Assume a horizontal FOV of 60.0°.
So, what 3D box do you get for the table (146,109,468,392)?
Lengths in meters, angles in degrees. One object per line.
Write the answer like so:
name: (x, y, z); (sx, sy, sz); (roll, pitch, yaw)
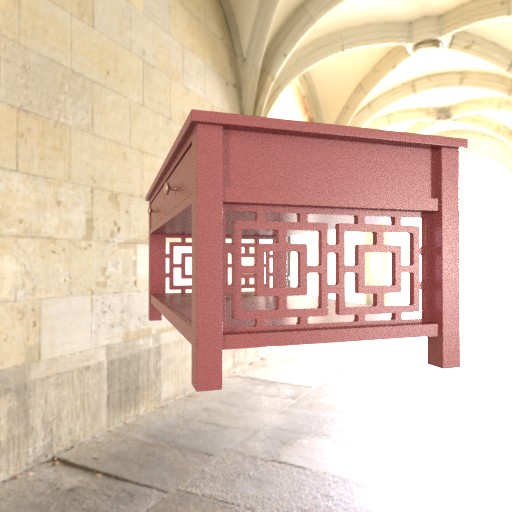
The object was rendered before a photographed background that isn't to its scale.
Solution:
table: (0.000, 0.000, 1.364); (0.612, 0.493, 1.068); (0, -1, -18)
